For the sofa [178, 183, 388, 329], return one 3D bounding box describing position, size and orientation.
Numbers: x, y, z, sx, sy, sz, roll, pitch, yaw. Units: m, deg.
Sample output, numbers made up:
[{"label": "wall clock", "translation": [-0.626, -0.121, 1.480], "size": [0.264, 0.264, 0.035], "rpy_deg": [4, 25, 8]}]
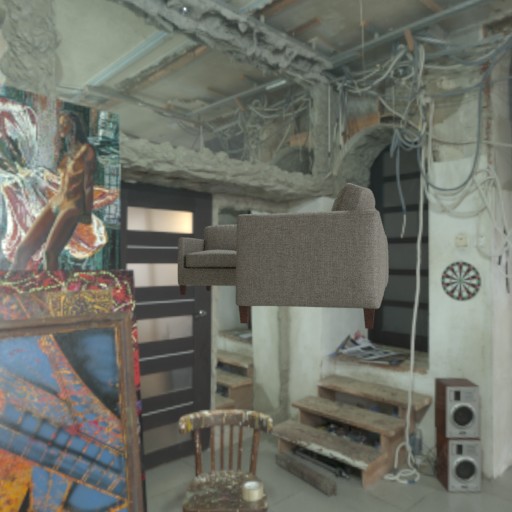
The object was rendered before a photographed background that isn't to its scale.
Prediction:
[{"label": "sofa", "translation": [0.000, 0.000, 4.572], "size": [2.593, 0.947, 3.302], "rpy_deg": [0, -1, 17]}]
